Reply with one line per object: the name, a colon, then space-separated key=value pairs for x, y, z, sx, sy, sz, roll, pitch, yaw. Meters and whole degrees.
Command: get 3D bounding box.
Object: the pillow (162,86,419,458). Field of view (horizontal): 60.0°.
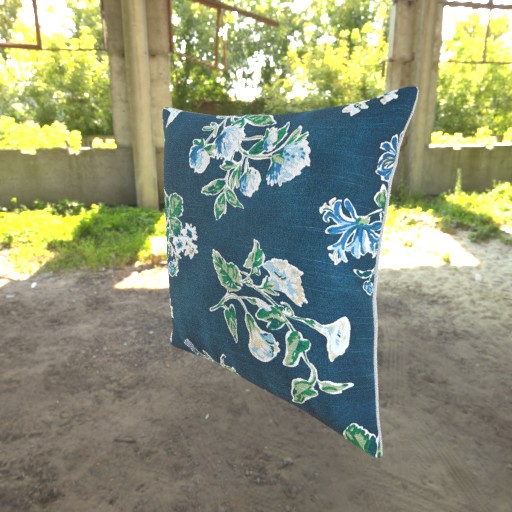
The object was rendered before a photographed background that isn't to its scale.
pillow: x=0.000 y=0.000 z=0.757 sx=0.166 sy=0.508 sz=0.525 roll=-15 pitch=21 yaw=-43
